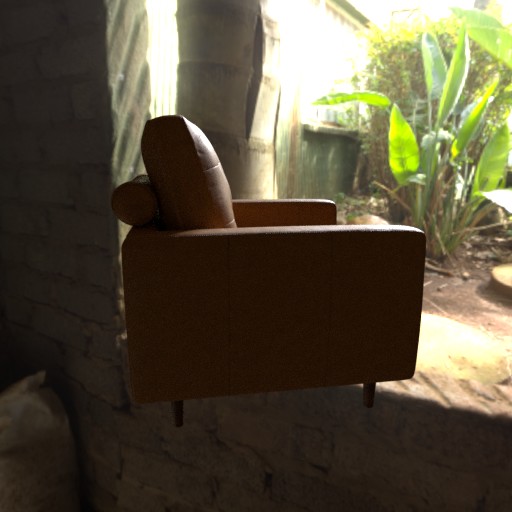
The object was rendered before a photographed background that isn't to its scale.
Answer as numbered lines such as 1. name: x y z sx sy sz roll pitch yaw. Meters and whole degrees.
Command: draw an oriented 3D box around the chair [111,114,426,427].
1. chair: 0.000 0.000 1.530 0.868 0.896 0.831 -2 13 -9
